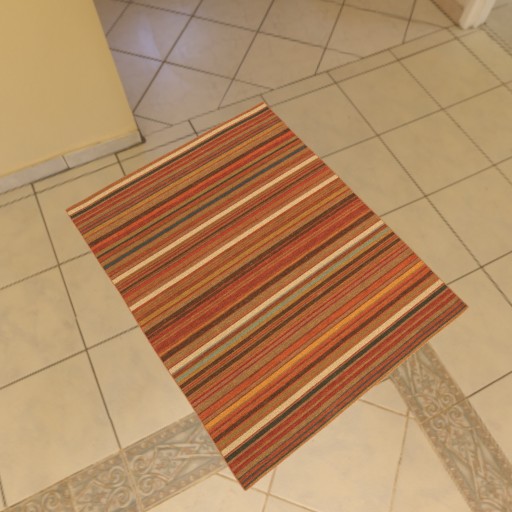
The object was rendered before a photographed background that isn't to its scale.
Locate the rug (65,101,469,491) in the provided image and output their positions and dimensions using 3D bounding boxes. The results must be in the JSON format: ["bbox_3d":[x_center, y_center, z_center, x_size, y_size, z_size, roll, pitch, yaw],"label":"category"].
[{"bbox_3d":[0.000,0.000,4.180,2.479,0.023,3.092,-33,68,-15],"label":"rug"}]
